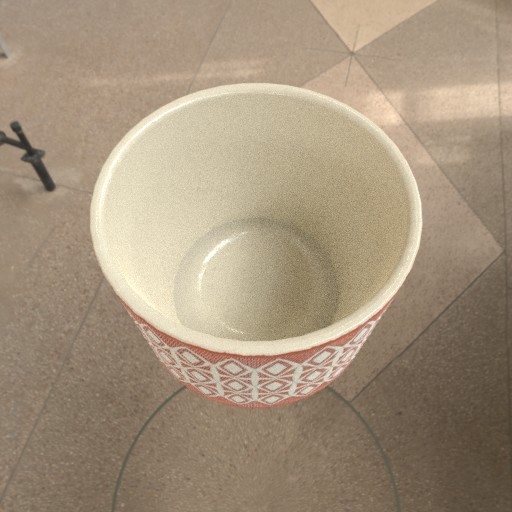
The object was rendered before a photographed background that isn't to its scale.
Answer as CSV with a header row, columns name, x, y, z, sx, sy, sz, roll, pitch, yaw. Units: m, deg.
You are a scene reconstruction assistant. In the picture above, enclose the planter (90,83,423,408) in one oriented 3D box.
name,x,y,z,sx,sy,sz,roll,pitch,yaw
planter,0.000,0.000,0.322,0.192,0.148,0.192,0,61,0
